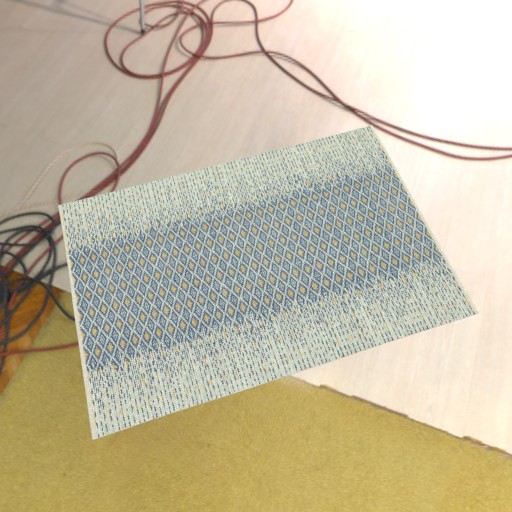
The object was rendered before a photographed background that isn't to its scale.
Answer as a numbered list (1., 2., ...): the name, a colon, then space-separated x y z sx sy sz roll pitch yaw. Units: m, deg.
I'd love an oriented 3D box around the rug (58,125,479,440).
1. rug: 0.000 0.000 2.234 1.828 0.005 1.219 -16 65 -8
